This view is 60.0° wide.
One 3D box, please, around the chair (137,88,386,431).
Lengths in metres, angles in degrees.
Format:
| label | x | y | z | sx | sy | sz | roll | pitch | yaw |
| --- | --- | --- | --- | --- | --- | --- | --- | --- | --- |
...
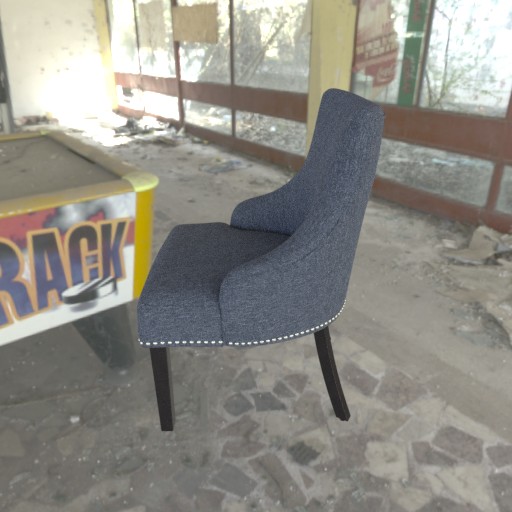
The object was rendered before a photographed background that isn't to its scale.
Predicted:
| label | x | y | z | sx | sy | sz | roll | pitch | yaw |
| --- | --- | --- | --- | --- | --- | --- | --- | --- | --- |
| chair | 0.000 | 0.000 | 1.329 | 0.629 | 0.909 | 0.566 | 0 | 25 | 0 |
